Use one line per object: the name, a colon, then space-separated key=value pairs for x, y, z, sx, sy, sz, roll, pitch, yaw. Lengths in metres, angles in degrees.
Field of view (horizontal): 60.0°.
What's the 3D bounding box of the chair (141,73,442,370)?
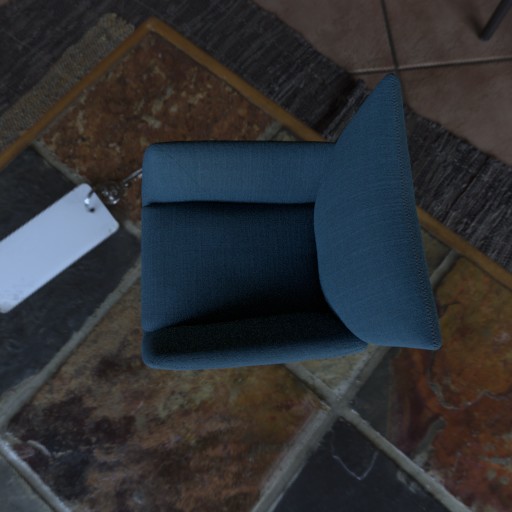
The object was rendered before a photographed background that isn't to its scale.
chair: x=0.000 y=0.000 z=1.406 sx=0.769 sy=0.859 sz=0.678 roll=-3 pitch=76 yaw=-1
